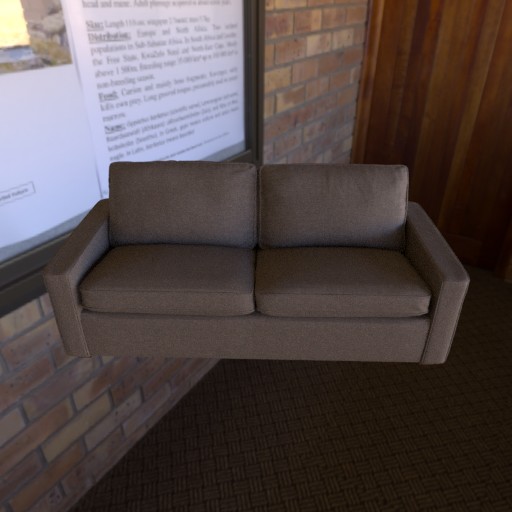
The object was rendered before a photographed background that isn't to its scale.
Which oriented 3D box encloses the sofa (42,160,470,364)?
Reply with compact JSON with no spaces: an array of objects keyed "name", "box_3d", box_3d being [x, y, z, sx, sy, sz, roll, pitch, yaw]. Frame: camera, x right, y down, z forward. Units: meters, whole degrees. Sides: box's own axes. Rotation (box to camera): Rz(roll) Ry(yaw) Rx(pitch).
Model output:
[{"name":"sofa","box_3d":[0.000,0.000,2.556,2.080,0.919,0.940,1,31,1]}]
